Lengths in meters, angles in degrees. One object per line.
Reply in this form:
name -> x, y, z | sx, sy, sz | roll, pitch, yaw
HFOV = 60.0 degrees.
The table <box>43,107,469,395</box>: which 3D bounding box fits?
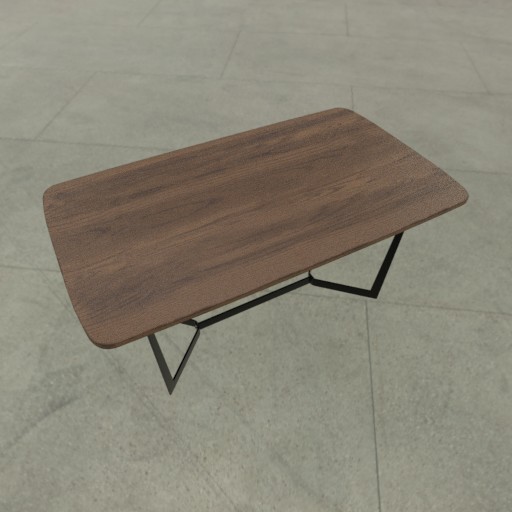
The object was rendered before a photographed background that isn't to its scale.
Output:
table -> 0.000, 0.000, 2.152 | 1.643, 0.765, 0.949 | -21, 49, -20
